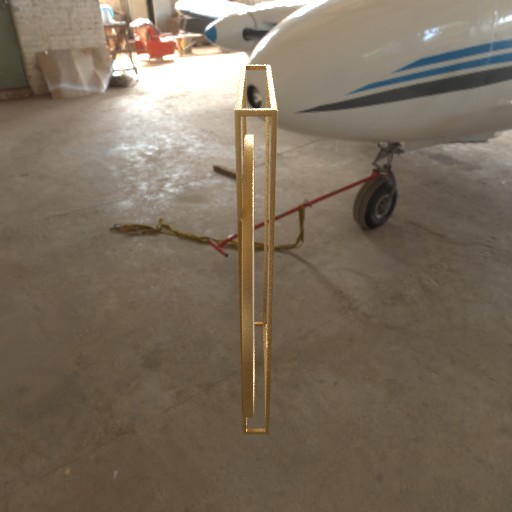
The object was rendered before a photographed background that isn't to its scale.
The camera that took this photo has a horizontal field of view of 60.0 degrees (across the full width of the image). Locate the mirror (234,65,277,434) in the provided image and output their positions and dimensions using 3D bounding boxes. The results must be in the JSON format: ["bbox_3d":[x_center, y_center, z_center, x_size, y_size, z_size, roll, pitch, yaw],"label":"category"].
[{"bbox_3d":[0.000,0.000,0.814,0.051,0.603,0.508,0,32,0],"label":"mirror"}]
